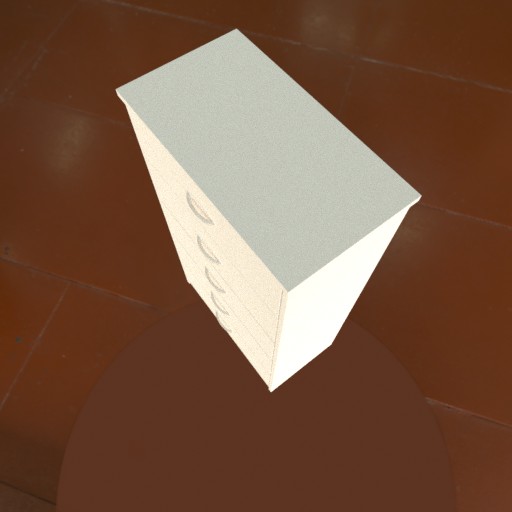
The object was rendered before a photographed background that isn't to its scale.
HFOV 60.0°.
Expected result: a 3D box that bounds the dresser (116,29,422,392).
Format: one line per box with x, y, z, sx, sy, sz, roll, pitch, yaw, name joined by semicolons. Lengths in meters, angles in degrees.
0.000;0.000;1.627;0.399;1.255;0.704;-34;68;-16;dresser
